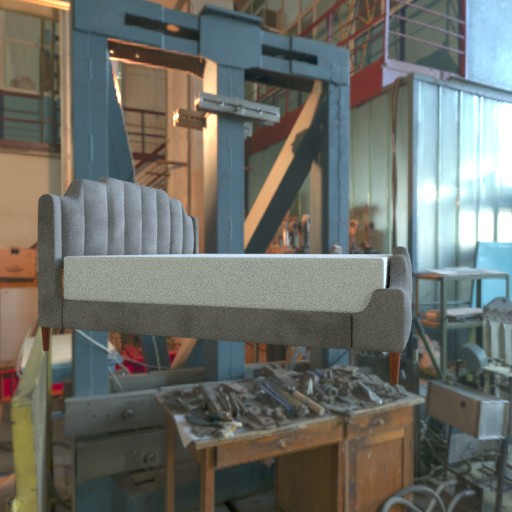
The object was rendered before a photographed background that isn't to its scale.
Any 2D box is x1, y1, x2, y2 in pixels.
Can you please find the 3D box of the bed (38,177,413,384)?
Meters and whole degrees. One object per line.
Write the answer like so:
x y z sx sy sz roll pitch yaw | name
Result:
0.000 0.000 3.513 2.340 1.245 2.074 0 1 19 | bed
